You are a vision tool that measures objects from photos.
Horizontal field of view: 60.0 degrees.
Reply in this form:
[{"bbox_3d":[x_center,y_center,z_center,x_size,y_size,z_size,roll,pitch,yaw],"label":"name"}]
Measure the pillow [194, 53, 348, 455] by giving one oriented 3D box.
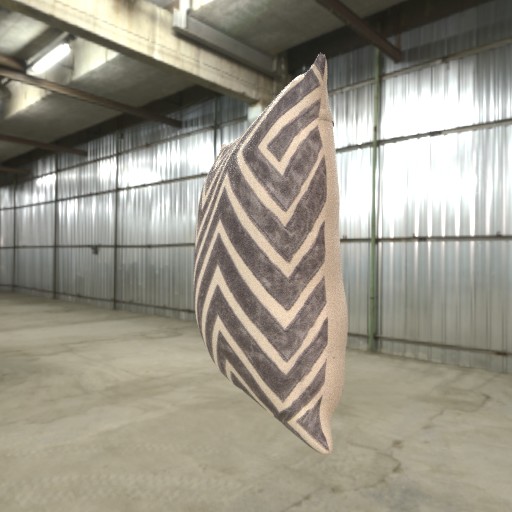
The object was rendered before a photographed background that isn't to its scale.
[{"bbox_3d":[0.000,0.000,0.672,0.182,0.441,0.440,0,0,-18],"label":"pillow"}]
